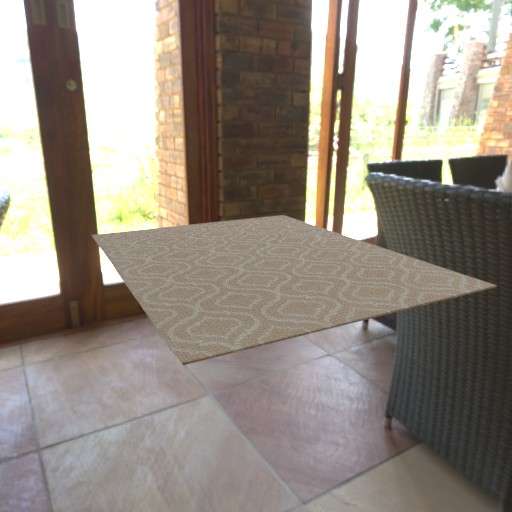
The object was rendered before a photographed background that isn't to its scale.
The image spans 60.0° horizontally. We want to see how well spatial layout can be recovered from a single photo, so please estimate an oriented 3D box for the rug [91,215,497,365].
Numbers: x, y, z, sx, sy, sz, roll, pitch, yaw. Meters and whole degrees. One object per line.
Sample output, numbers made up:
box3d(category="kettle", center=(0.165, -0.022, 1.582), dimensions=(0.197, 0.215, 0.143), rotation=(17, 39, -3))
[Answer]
box3d(category="rug", center=(0.000, 0.000, 3.809), dimensions=(2.286, 0.013, 2.894), rotation=(-8, 18, -26))
